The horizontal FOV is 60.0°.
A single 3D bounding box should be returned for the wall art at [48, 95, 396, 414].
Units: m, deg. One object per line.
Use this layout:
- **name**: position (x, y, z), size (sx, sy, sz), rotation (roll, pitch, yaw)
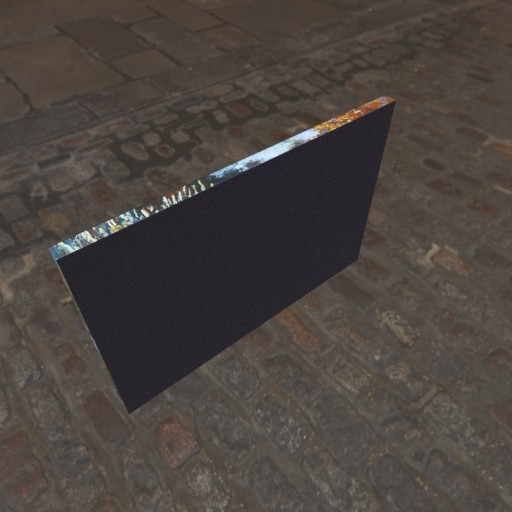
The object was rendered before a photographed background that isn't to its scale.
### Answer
- **wall art**: position (0.000, 0.000, 1.181), size (0.908, 0.604, 0.037), rotation (-30, 53, -26)
